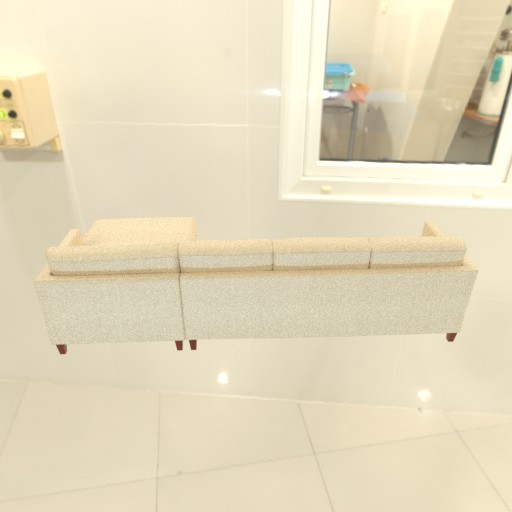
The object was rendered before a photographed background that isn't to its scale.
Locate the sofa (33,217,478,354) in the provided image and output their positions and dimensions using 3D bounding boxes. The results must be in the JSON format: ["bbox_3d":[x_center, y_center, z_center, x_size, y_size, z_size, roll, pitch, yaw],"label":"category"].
[{"bbox_3d":[0.000,0.000,4.217,3.471,0.954,1.603,-1,30,-2],"label":"sofa"}]
